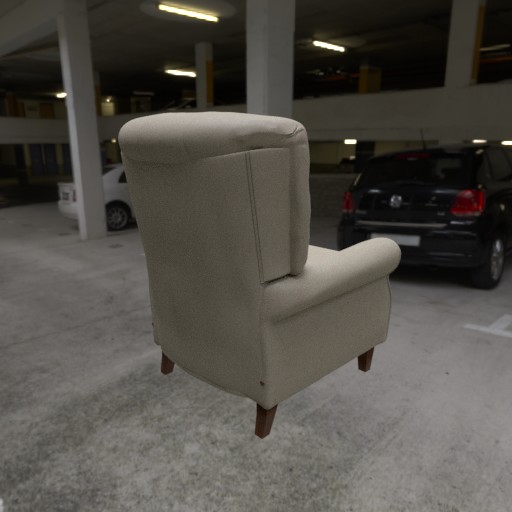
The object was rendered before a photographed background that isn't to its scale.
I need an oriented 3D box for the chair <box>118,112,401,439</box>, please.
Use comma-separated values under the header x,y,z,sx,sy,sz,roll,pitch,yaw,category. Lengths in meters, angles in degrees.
x,y,z,sx,sy,sz,roll,pitch,yaw,category
0.000,0.000,1.928,1.059,1.158,0.943,-14,20,-42,chair
